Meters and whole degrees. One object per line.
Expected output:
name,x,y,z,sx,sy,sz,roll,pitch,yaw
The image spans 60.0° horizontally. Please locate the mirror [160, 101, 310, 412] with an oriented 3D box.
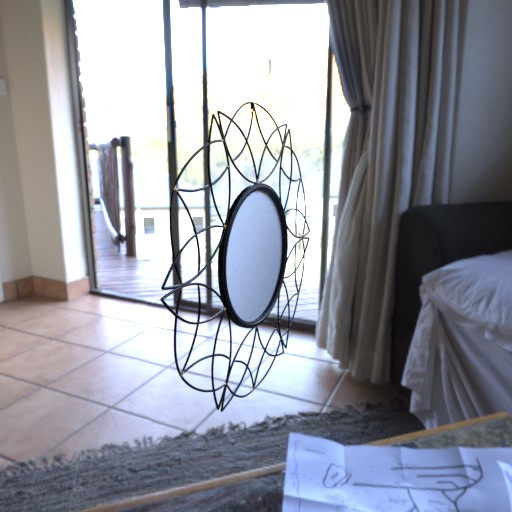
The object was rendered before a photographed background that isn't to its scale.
mirror,0.000,0.000,1.170,0.028,0.775,0.797,6,13,26
